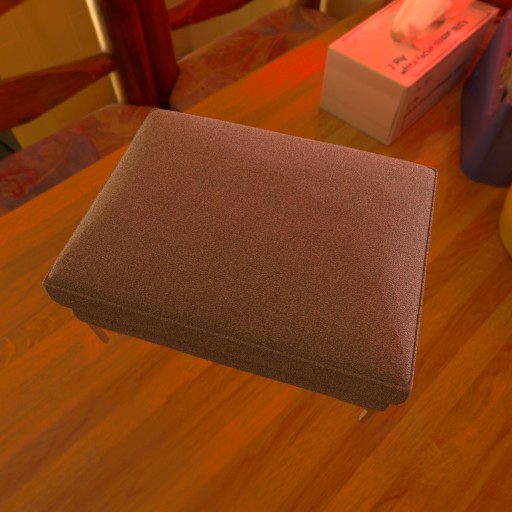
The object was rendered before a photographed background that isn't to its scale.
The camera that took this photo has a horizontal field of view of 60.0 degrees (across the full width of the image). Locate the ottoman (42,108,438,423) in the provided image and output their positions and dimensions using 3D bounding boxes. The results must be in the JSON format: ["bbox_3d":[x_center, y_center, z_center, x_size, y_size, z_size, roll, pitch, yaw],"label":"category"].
[{"bbox_3d":[0.000,0.000,1.142,0.785,0.464,0.583,15,59,9],"label":"ottoman"}]
